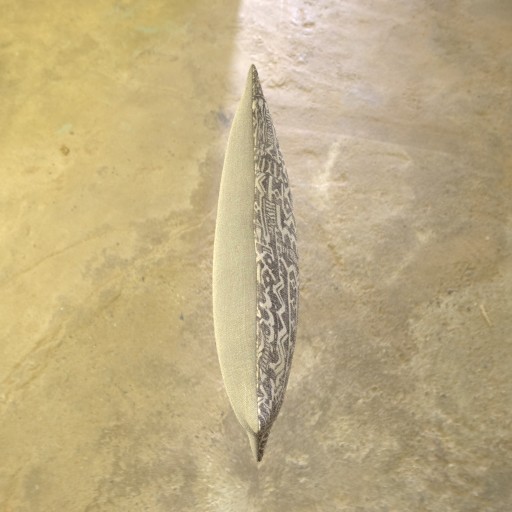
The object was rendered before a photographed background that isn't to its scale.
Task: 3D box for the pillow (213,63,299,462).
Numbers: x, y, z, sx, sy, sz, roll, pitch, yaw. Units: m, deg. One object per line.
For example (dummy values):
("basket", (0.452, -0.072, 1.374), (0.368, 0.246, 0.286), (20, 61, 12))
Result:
("pillow", (0.000, 0.000, 0.764), (0.148, 0.290, 0.631), (-1, 62, 0))
